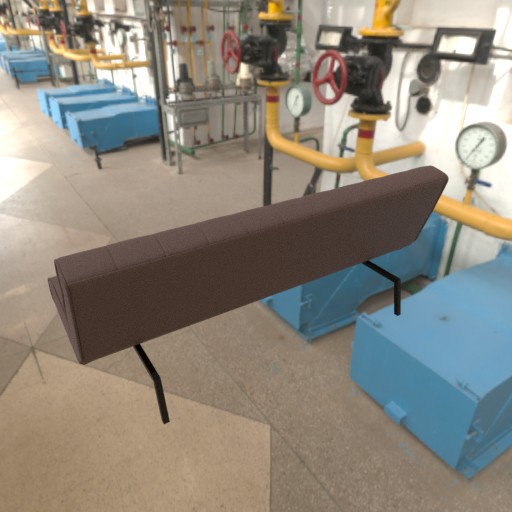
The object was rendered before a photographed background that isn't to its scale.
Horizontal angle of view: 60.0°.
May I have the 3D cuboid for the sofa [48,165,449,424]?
[{"bbox_3d":[0.000,0.000,2.049,1.703,0.699,0.747,-17,34,-28],"label":"sofa"}]
